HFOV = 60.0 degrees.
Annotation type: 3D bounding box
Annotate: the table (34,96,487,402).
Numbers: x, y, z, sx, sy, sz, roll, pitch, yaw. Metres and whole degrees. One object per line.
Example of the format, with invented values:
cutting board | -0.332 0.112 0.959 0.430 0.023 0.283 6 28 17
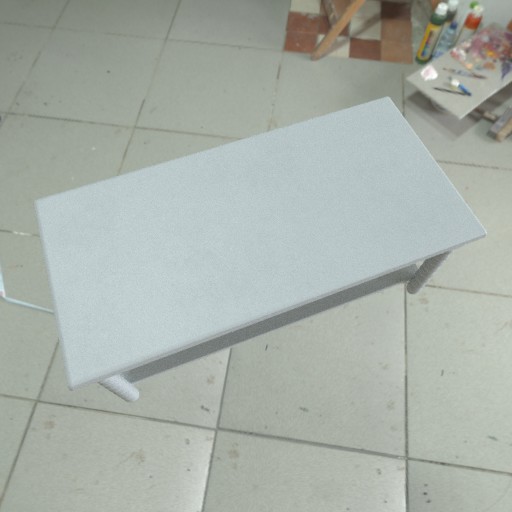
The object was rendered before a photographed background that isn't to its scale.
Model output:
table | 0.000 0.000 1.473 1.171 0.487 0.580 -19 64 -10
